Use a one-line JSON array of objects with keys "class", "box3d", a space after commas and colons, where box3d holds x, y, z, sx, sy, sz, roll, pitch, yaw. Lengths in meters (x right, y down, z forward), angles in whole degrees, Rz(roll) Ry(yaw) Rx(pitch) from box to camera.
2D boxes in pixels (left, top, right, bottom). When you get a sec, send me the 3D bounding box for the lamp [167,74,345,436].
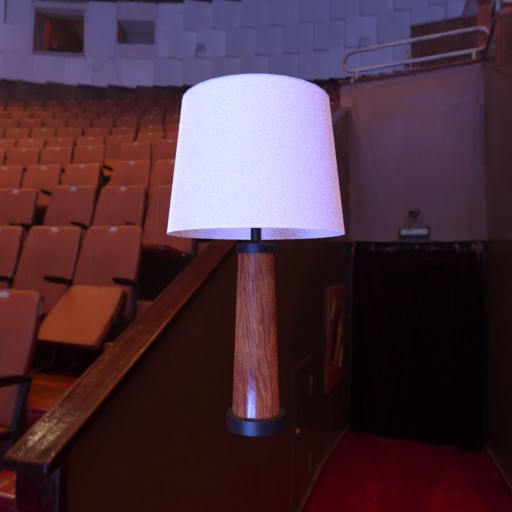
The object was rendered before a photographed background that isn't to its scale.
[{"class": "lamp", "box3d": [0.000, 0.000, 0.880, 0.349, 0.667, 0.349, 0, -1, 0]}]
